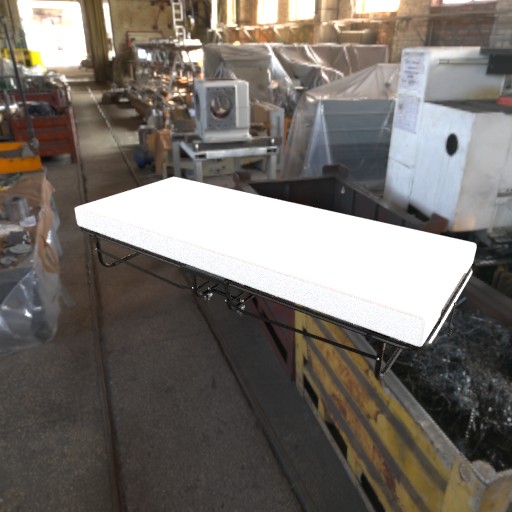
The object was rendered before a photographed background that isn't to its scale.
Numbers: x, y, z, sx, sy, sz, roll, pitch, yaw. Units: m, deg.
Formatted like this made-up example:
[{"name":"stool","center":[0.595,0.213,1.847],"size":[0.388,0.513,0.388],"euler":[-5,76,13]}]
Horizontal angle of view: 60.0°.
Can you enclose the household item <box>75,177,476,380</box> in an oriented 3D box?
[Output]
[{"name":"household item","center":[0.000,0.000,2.223],"size":[1.905,0.356,0.787],"euler":[17,31,32]}]
